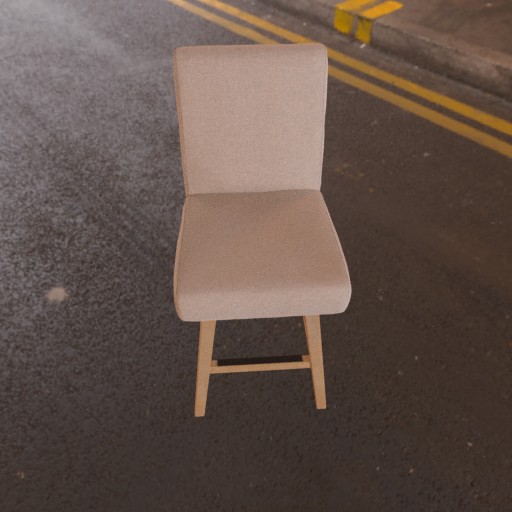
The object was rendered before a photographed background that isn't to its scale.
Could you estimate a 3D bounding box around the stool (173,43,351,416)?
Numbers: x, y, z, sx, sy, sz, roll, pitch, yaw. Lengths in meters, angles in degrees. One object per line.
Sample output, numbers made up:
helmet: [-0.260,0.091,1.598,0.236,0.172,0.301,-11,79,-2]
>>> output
stool: [0.000,0.000,1.304,0.446,1.015,0.543,-3,48,-2]
